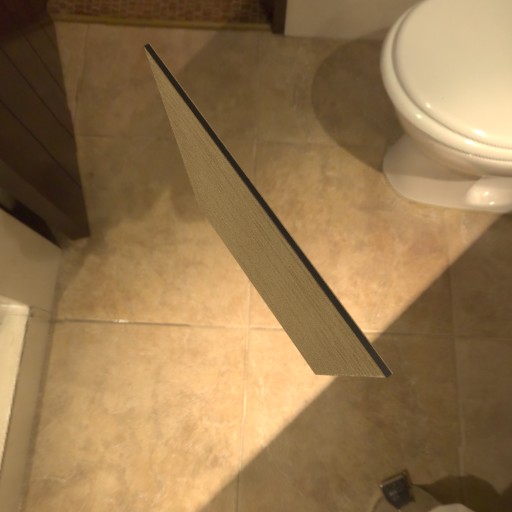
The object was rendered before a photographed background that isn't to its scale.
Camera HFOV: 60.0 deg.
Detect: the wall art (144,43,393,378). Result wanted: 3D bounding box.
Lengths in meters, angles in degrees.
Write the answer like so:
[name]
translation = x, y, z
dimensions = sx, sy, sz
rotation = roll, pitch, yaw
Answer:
[wall art]
translation = 0.000, 0.000, 0.771
dimensions = 0.009, 0.559, 0.483
rotation = -33, 78, -8
